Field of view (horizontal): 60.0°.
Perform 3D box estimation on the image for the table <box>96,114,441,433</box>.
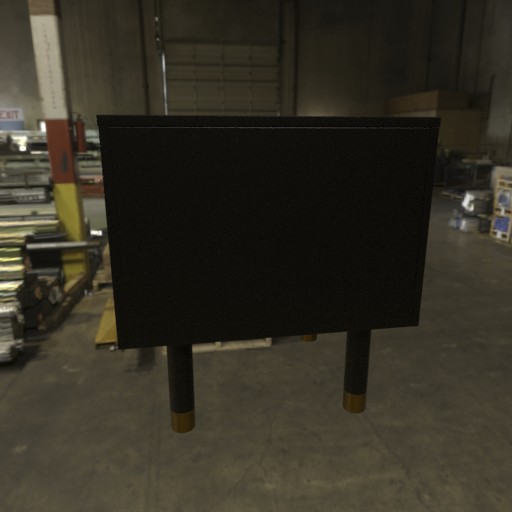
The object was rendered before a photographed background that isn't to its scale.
[{"bbox_3d":[0.000,0.000,0.995,0.564,0.584,0.441,-3,16,-10],"label":"table"}]
